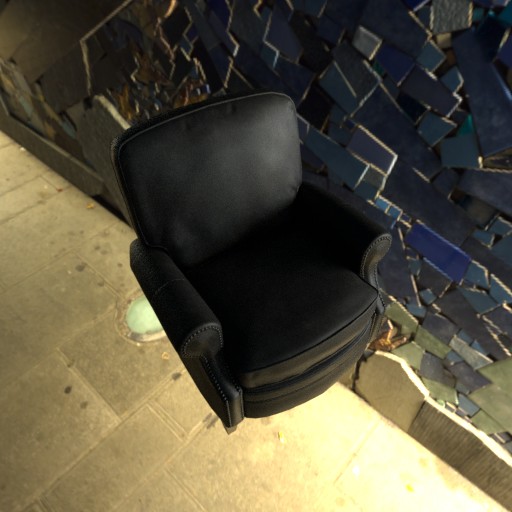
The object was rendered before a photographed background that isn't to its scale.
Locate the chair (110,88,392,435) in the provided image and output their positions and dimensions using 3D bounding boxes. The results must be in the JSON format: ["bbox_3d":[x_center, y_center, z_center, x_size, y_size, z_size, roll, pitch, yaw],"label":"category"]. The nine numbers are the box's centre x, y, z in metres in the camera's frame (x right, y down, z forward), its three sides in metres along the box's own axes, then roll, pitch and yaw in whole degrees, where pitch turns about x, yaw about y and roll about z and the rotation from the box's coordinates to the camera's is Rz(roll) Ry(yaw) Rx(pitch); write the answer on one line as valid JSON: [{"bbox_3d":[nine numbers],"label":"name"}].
[{"bbox_3d":[0.000,0.000,1.779,0.936,1.018,0.986,-25,51,-22],"label":"chair"}]
